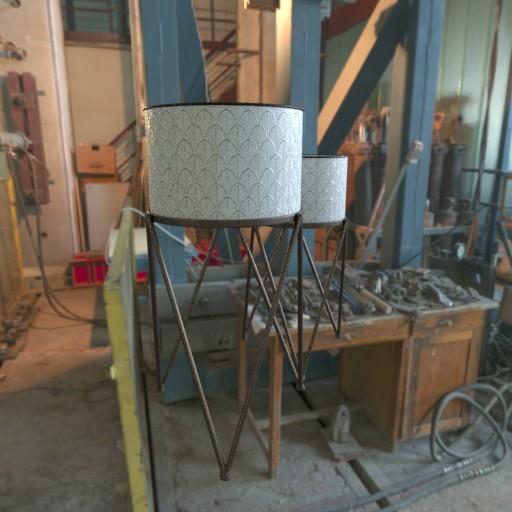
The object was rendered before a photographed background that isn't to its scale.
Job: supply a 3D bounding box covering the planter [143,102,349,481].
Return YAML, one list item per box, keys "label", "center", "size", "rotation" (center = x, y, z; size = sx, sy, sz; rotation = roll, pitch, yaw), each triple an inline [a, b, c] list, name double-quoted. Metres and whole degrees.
- label: "planter"
  center: [0.000, 0.000, 1.176]
  size: [0.413, 0.712, 0.769]
  rotation: [7, 16, 28]
